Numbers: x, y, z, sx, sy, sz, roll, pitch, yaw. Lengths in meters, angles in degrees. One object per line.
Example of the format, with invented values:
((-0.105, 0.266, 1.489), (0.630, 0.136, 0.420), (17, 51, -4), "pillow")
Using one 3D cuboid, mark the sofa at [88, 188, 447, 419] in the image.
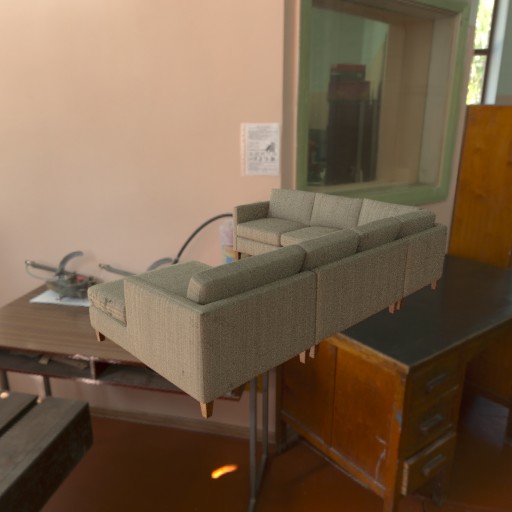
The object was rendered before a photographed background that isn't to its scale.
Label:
((0.000, 0.000, 4.661), (3.460, 0.961, 2.594), (-15, 22, -42), "sofa")
